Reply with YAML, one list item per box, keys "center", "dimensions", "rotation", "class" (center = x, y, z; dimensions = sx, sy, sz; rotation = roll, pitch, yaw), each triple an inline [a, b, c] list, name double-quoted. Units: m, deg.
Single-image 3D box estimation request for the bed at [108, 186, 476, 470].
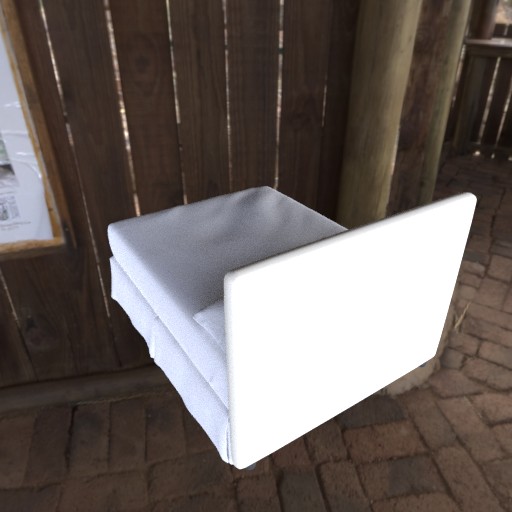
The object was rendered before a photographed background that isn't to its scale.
- center: [0.000, 0.000, 3.238]
  dimensions: [1.714, 1.330, 2.147]
  rotation: [-18, 35, -28]
  class: "bed"
